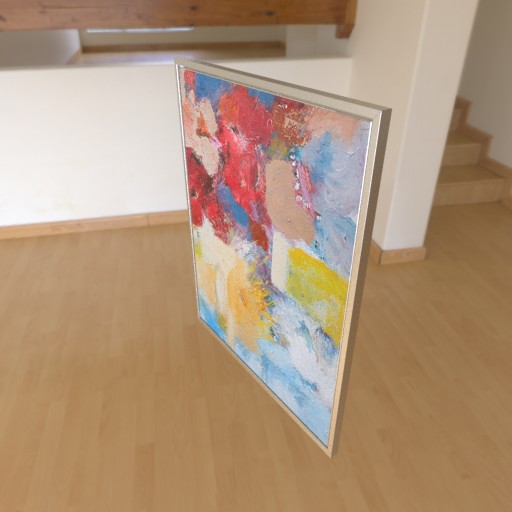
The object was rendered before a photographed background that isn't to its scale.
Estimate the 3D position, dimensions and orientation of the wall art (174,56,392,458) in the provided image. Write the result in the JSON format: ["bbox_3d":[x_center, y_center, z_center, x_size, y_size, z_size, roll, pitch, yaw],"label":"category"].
[{"bbox_3d":[0.000,0.000,1.373,0.030,1.046,0.816,-21,38,-30],"label":"wall art"}]
